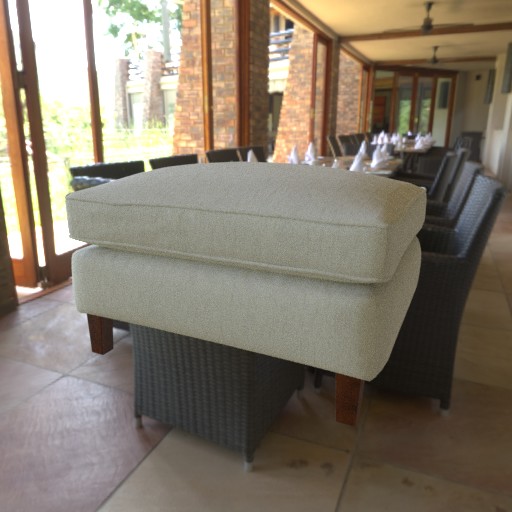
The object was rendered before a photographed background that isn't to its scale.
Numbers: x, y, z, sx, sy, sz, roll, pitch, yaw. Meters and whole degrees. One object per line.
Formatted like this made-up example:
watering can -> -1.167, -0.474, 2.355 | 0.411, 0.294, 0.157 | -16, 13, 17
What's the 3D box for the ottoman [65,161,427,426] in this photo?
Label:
ottoman -> 0.000, 0.000, 0.987 | 0.665, 0.406, 0.501 | 8, 18, 25
